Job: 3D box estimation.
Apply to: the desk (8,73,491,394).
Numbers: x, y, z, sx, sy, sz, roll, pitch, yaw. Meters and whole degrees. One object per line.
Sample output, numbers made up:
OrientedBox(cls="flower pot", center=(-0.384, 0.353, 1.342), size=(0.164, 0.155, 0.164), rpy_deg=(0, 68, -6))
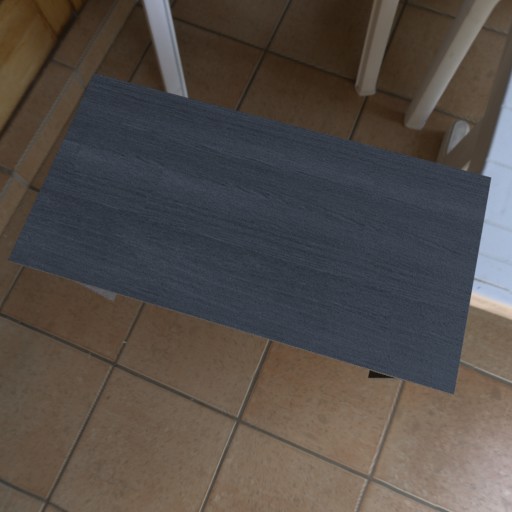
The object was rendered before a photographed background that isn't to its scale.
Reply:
OrientedBox(cls="desk", center=(0.000, 0.000, 1.463), size=(1.099, 0.729, 0.557), rpy_deg=(16, 75, 4))
